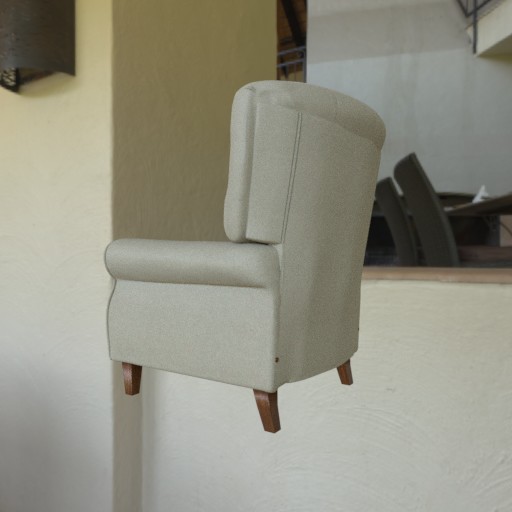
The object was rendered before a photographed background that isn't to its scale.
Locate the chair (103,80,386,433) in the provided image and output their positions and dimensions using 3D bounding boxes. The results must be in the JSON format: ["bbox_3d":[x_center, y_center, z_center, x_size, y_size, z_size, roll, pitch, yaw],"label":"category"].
[{"bbox_3d":[0.000,0.000,1.896,1.059,1.158,0.943,0,0,34],"label":"chair"}]
